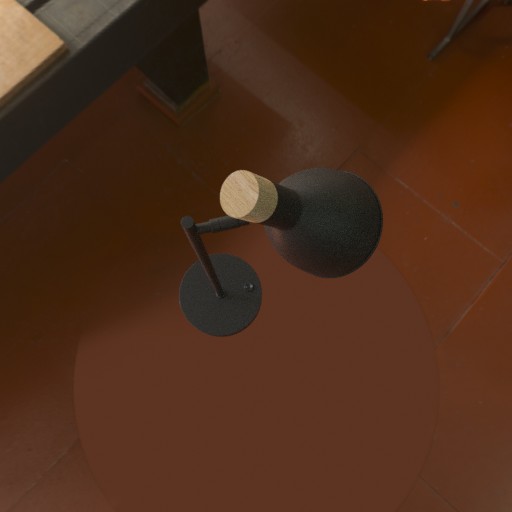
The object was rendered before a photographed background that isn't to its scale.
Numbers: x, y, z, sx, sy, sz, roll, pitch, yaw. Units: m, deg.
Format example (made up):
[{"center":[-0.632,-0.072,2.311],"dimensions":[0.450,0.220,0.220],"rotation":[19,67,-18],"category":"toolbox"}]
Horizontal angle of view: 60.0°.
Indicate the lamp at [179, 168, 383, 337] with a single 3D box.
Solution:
[{"center":[0.000,0.000,0.600],"dimensions":[0.287,0.483,0.152],"rotation":[-13,76,-3],"category":"lamp"}]
